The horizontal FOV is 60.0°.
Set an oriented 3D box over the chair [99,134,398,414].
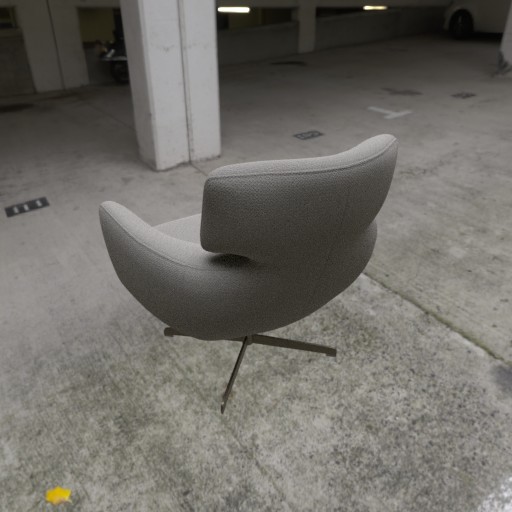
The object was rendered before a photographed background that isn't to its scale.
[{"bbox_3d":[0.000,0.000,1.383,0.760,0.810,0.730,-18,34,-28],"label":"chair"}]
